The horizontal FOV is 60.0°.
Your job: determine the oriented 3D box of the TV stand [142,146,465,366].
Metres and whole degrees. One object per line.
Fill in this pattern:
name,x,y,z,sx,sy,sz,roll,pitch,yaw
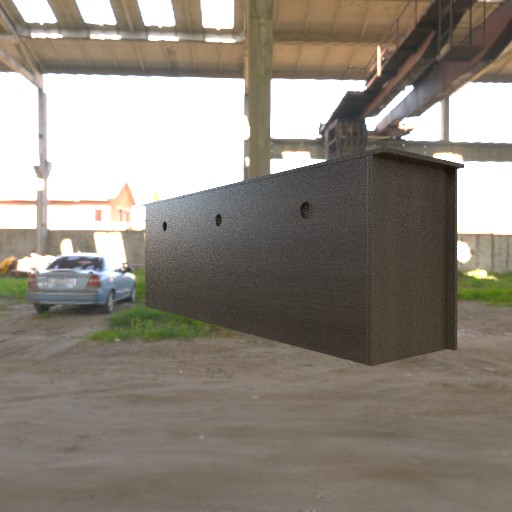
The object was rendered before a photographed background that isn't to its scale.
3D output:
TV stand,0.000,0.000,2.053,0.406,0.610,1.778,0,1,-35
